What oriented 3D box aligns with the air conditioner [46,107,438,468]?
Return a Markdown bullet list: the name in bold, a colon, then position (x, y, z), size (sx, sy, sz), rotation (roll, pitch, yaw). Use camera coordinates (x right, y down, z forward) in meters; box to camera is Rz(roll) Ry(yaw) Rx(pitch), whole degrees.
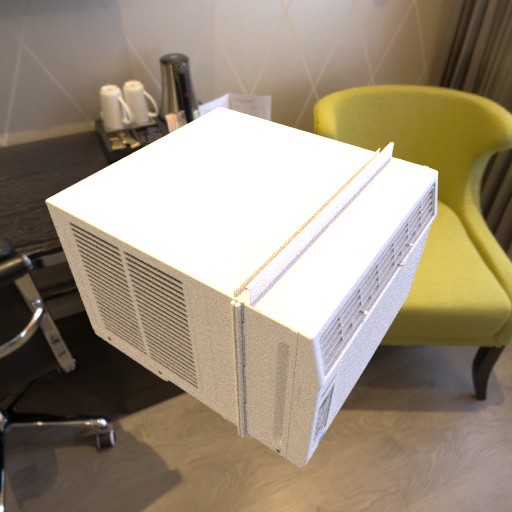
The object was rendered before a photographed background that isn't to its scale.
- **air conditioner**: position (0.000, 0.000, 0.895), size (0.546, 0.388, 0.503), rotation (25, 47, 25)
